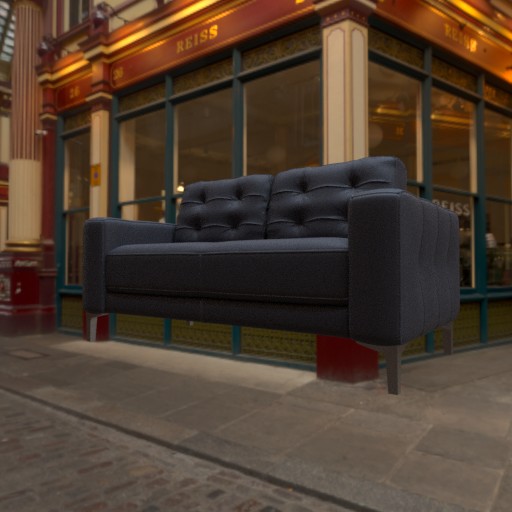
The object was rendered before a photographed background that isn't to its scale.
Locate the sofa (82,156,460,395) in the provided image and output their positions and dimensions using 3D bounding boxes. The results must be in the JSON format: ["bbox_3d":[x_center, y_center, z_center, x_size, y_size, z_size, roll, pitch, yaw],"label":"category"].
[{"bbox_3d":[0.000,0.000,2.181,1.726,0.893,0.833,-1,-1,36],"label":"sofa"}]
